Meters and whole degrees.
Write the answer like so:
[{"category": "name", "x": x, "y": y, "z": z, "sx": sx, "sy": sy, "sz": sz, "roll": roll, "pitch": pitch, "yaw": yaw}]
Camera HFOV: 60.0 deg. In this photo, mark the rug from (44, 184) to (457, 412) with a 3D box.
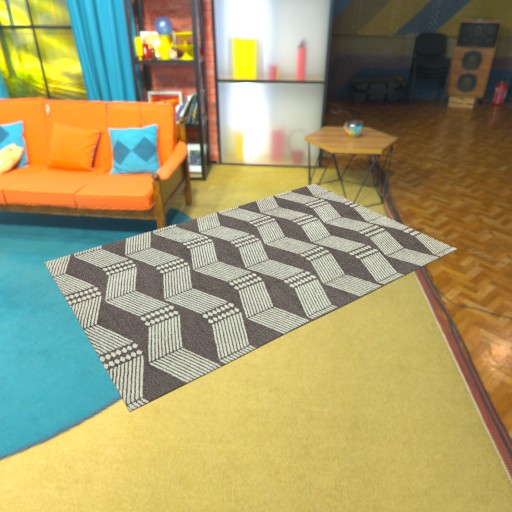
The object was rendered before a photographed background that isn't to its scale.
[{"category": "rug", "x": 0.000, "y": 0.000, "z": 3.070, "sx": 2.435, "sy": 0.011, "sz": 1.517, "roll": -20, "pitch": 36, "yaw": -30}]
